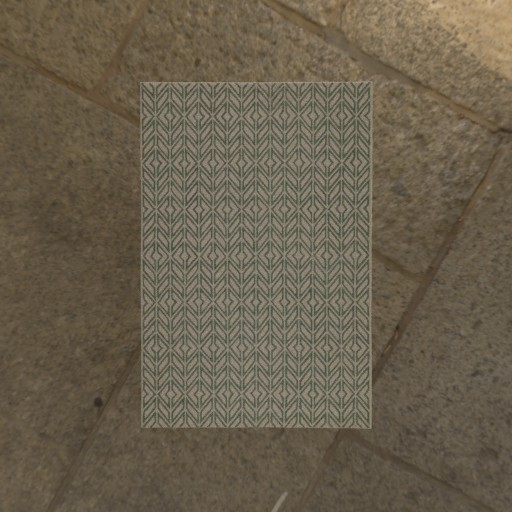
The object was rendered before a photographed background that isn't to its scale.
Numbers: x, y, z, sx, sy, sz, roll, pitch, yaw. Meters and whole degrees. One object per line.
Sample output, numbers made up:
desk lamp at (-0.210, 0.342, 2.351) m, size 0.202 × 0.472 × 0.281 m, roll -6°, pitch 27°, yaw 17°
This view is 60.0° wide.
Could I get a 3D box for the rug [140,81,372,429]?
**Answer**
rug at (0.000, 0.000, 2.340) m, size 1.220 × 0.007 × 1.828 m, roll 0°, pitch 91°, yaw 0°
